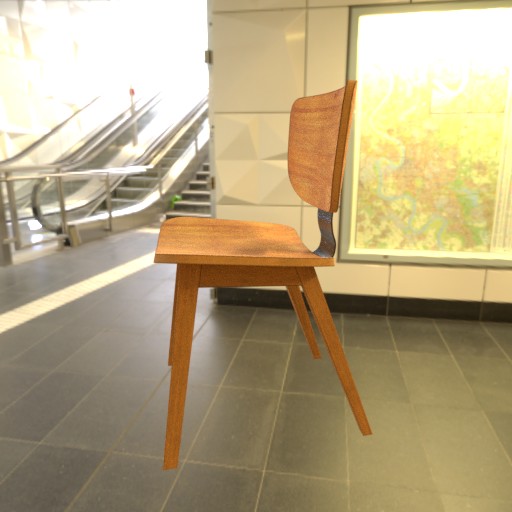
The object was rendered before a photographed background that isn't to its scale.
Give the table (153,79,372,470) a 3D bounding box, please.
[{"bbox_3d":[0.000,0.000,1.132,0.500,0.805,0.499,-2,14,-9],"label":"table"}]
